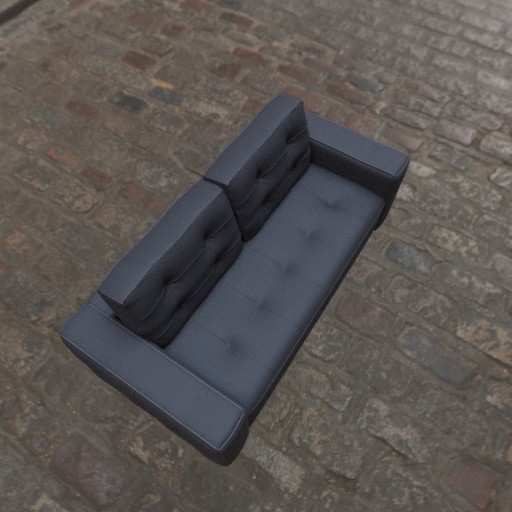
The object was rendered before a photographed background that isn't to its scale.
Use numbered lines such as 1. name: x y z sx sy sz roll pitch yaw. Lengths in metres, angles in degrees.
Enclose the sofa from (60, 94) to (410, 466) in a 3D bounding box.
1. sofa: 0.000 0.000 2.193 0.833 0.893 1.726 30 64 16
